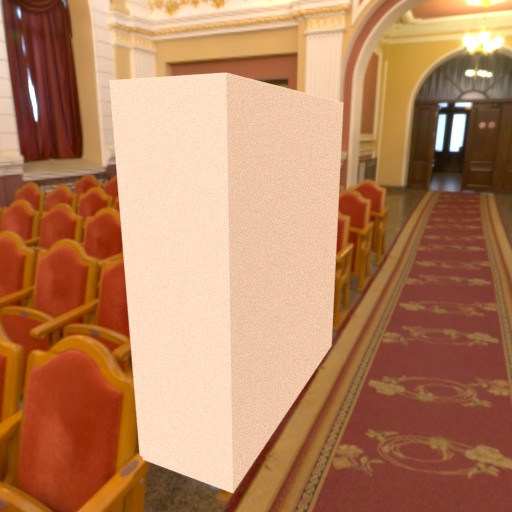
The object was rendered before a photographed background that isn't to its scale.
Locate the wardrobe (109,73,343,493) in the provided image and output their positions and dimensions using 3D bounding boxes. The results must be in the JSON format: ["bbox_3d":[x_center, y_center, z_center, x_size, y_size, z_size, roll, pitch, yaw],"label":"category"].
[{"bbox_3d":[0.000,0.000,2.938,0.600,2.020,1.830,7,17,24],"label":"wardrobe"}]
